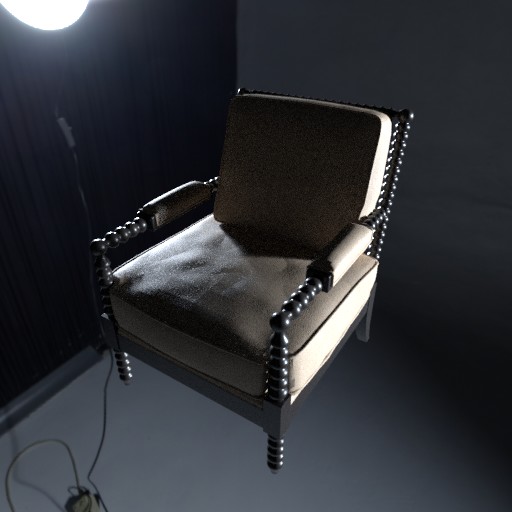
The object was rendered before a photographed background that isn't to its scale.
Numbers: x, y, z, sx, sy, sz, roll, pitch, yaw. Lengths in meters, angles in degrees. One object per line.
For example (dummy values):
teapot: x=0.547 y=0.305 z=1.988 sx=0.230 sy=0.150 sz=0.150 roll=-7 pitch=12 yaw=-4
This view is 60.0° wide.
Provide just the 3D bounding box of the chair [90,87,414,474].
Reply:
chair: x=0.000 y=0.000 z=1.166 sx=0.555 sy=0.703 sz=0.657 roll=19 pitch=36 yaw=28
